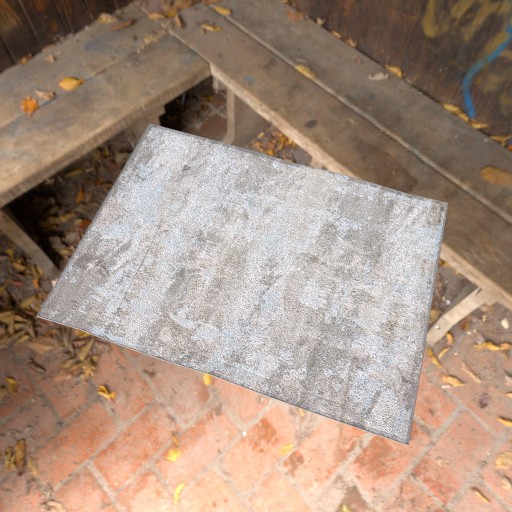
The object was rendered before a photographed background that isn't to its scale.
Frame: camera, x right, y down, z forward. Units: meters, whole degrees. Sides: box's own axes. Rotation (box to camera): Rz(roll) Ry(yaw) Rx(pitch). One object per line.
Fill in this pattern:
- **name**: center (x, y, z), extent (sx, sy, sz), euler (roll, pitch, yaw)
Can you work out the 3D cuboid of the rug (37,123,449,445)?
- **rug**: center (0.000, 0.000, 4.204), extent (3.307, 0.013, 2.393), euler (17, 64, 8)
